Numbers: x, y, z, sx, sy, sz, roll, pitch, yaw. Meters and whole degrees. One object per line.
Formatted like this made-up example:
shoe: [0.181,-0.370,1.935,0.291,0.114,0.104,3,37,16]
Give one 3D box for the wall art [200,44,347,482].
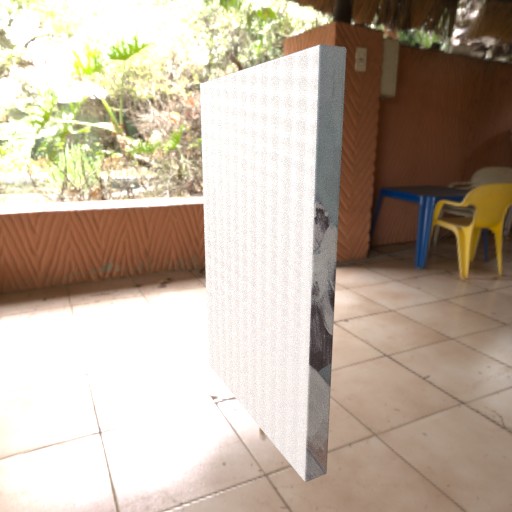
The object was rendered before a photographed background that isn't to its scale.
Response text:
wall art: [0.000,0.000,1.161,0.061,0.911,0.609,-7,16,-26]
